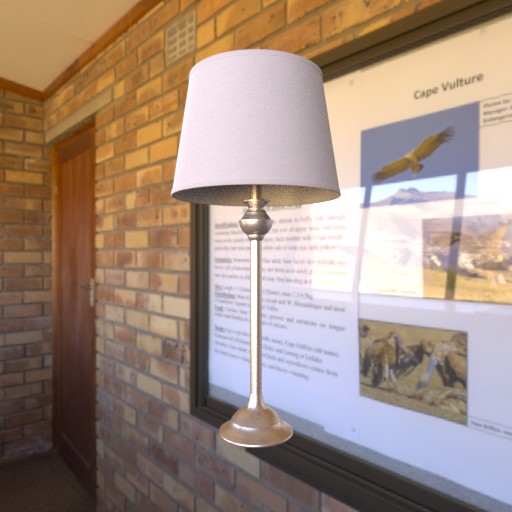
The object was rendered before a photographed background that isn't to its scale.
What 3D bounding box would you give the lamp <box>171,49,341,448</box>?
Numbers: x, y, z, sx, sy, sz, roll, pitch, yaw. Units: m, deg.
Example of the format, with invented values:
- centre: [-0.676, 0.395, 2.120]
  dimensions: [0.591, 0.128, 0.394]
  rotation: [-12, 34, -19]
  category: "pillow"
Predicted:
- centre: [0.000, 0.000, 0.878]
  dimensions: [0.331, 0.698, 0.331]
  rotation: [0, 0, 0]
  category: "lamp"
